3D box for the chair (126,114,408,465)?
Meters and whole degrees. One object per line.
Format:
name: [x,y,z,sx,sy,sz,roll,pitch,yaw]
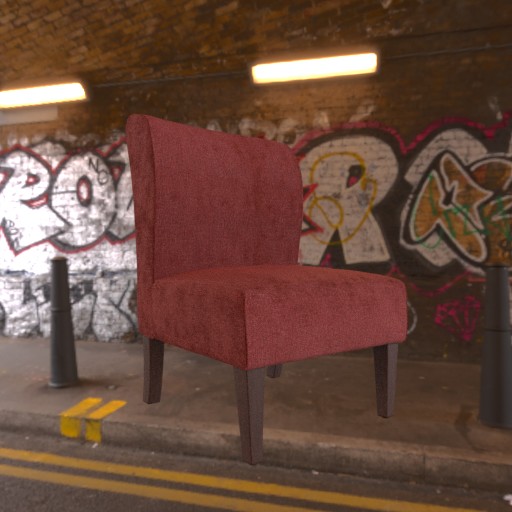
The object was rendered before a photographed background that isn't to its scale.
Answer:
chair: [0.000,0.000,1.244,0.538,0.846,0.640,0,0,-37]
